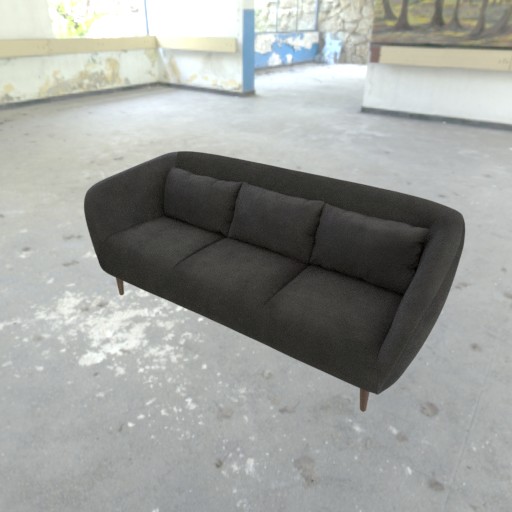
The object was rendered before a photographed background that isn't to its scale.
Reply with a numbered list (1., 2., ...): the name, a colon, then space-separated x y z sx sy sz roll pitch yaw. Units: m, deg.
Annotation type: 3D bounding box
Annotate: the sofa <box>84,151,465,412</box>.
1. sofa: 0.000 0.000 2.753 2.296 0.875 0.956 19 34 30
